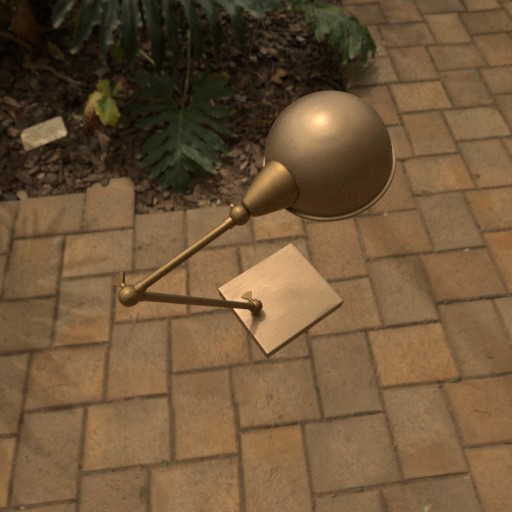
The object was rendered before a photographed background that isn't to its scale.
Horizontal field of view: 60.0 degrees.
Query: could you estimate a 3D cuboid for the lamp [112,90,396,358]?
[{"bbox_3d":[0.000,0.000,0.562,0.339,0.371,0.149,-32,64,-17],"label":"lamp"}]
